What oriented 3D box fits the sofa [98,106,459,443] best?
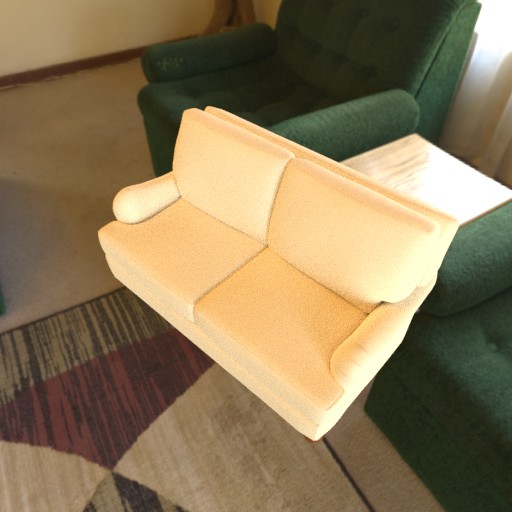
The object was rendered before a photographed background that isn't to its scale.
[{"bbox_3d":[0.000,0.000,2.654,1.853,1.101,1.084,33,54,28],"label":"sofa"}]
